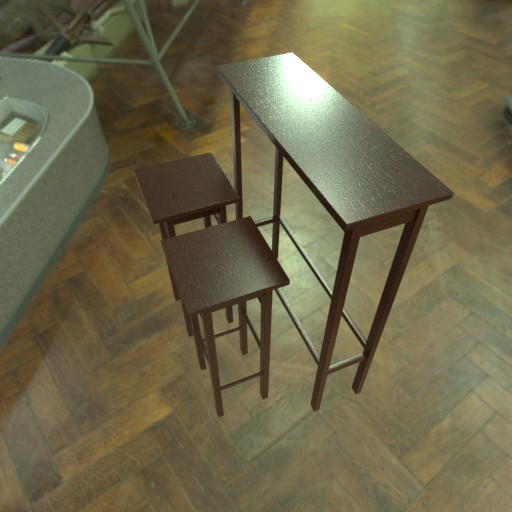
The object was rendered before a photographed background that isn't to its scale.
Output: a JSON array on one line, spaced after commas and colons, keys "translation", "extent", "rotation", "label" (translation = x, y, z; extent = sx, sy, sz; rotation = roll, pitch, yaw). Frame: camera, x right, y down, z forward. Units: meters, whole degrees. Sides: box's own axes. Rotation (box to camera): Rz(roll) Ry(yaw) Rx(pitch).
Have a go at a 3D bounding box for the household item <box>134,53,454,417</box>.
[{"translation": [0.000, 0.000, 1.677], "extent": [0.676, 1.067, 0.914], "rotation": [-17, 49, -15], "label": "household item"}]
